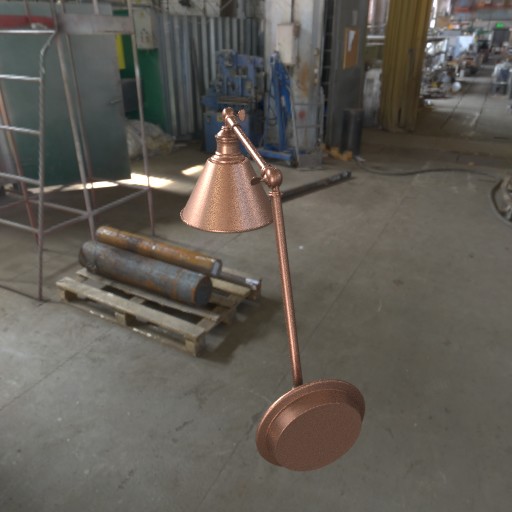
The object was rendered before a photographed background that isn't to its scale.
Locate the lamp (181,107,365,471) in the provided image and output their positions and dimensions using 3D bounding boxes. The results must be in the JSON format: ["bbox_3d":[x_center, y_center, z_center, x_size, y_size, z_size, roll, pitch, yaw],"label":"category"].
[{"bbox_3d":[0.000,0.000,0.866,0.223,0.502,0.624,-8,28,-16],"label":"lamp"}]
